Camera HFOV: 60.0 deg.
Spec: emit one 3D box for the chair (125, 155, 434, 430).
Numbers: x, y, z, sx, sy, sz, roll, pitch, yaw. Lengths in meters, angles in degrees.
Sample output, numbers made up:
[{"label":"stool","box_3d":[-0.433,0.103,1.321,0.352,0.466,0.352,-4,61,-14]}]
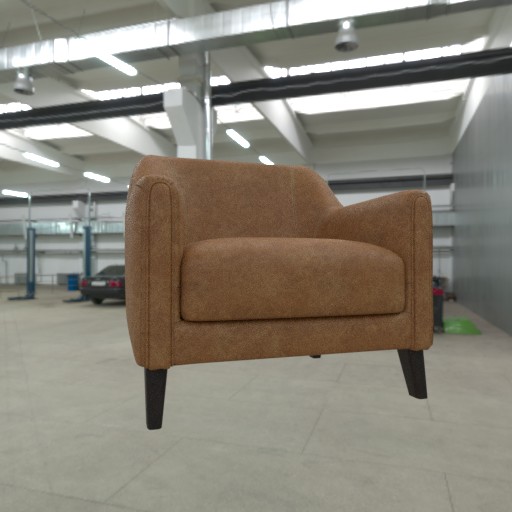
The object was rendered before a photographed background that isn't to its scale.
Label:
[{"label":"chair","box_3d":[0.000,0.000,1.830,1.037,0.980,1.034,0,-1,-18]}]
